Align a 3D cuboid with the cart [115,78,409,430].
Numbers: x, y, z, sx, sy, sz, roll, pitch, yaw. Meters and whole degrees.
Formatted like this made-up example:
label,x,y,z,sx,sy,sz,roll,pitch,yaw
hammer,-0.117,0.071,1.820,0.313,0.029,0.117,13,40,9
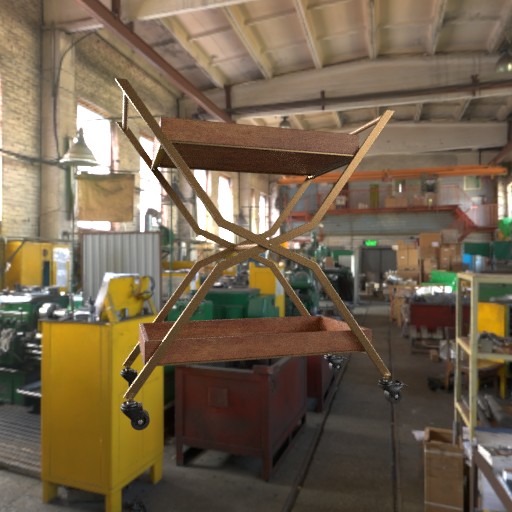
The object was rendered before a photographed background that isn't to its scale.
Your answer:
label,x,y,z,sx,sy,sz,roll,pitch,yaw
cart,0.000,0.000,1.384,0.836,0.869,0.405,0,0,-17
